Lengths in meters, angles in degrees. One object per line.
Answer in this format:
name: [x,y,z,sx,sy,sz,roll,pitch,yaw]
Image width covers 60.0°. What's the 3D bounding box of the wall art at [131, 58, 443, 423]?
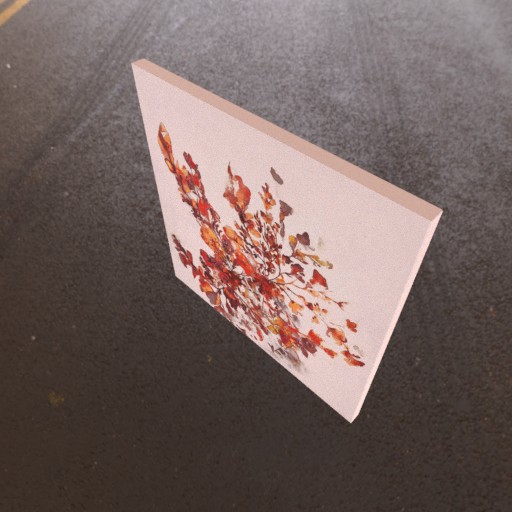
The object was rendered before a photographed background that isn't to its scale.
wall art: [0.000,0.000,1.494,1.009,1.009,0.049,36,57,28]
